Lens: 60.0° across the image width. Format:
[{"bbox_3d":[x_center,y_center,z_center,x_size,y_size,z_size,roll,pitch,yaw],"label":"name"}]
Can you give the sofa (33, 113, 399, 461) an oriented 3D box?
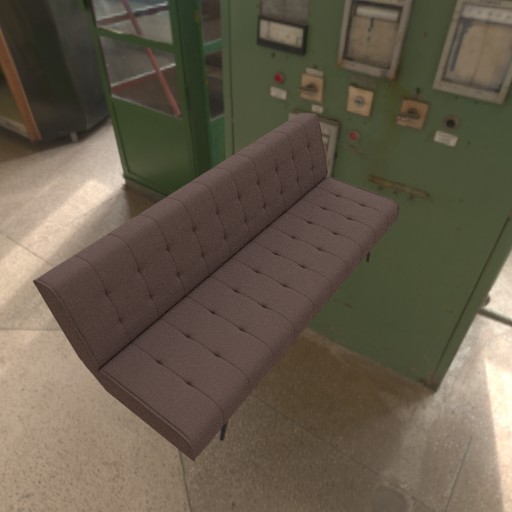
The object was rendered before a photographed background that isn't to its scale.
[{"bbox_3d":[0.000,0.000,2.096,0.747,0.699,1.703,26,47,27],"label":"sofa"}]
